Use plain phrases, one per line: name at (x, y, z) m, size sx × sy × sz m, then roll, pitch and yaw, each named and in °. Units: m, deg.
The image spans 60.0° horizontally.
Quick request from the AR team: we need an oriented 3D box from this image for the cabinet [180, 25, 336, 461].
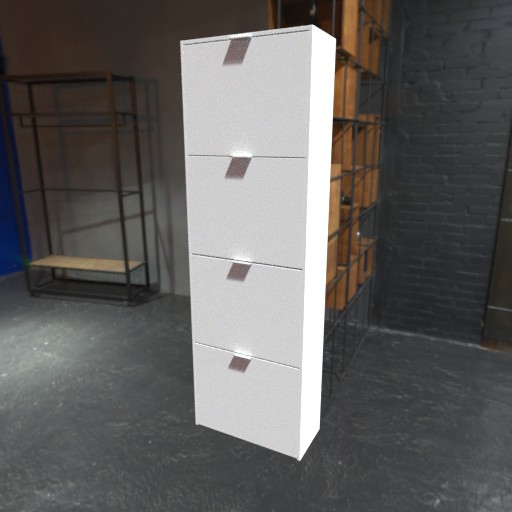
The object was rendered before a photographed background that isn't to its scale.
cabinet at (0.000, 0.000, 1.822) m, size 0.520 × 1.630 × 0.255 m, roll 8°, pitch 17°, yaw 27°
